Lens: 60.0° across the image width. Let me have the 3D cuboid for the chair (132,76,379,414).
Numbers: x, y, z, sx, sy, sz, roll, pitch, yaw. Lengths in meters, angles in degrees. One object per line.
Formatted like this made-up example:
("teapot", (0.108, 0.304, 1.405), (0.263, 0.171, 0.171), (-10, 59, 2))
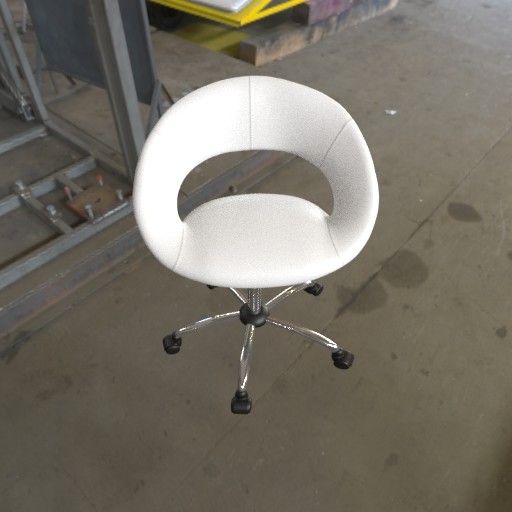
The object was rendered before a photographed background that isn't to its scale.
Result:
("chair", (0.000, 0.000, 1.199), (0.612, 0.791, 0.538), (-2, 46, -2))
